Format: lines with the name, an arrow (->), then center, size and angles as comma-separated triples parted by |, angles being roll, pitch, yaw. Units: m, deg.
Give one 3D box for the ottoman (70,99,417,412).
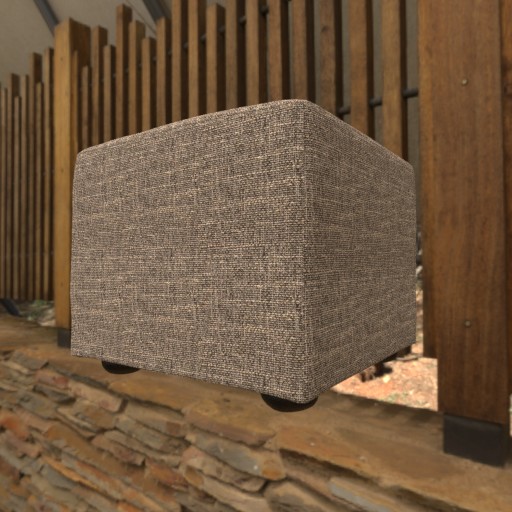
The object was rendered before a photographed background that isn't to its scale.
ottoman -> 0.000, 0.000, 0.902 | 0.512, 0.453, 0.521 | -1, -1, 35
